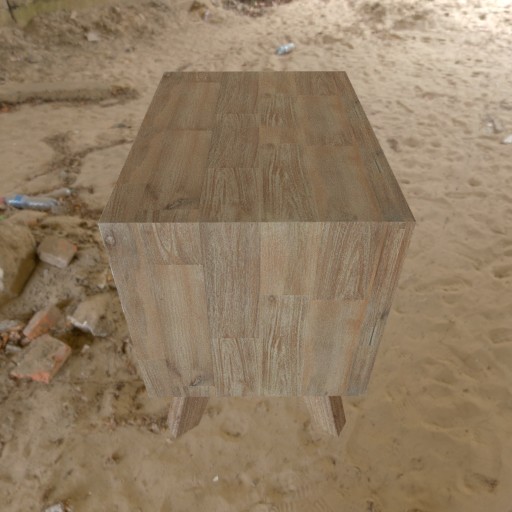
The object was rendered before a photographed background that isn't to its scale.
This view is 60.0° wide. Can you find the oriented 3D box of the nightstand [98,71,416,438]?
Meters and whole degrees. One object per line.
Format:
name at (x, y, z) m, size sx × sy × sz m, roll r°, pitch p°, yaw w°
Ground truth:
nightstand at (0.000, 0.000, 0.952) m, size 0.396 × 0.589 × 0.552 m, roll 0°, pitch 41°, yaw 0°
